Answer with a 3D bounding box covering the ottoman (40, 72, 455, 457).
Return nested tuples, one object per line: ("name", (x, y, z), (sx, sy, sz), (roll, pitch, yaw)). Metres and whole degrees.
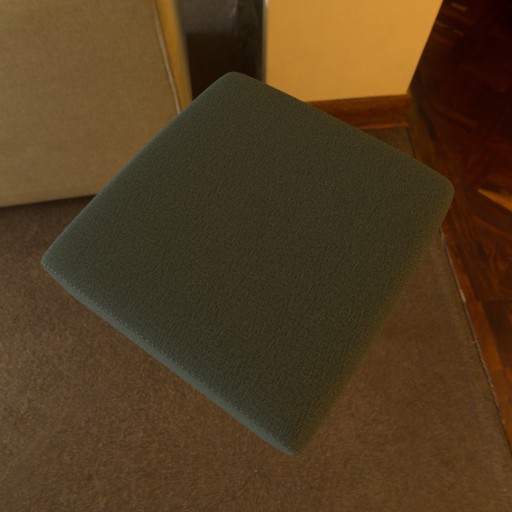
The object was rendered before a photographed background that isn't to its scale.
("ottoman", (0.000, 0.000, 1.053), (0.649, 0.398, 0.650), (32, 68, 14))
